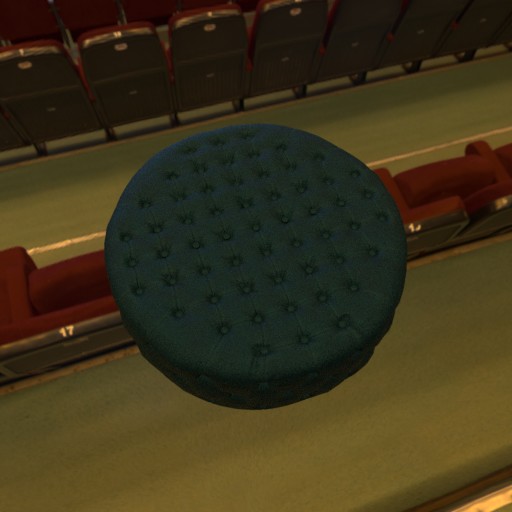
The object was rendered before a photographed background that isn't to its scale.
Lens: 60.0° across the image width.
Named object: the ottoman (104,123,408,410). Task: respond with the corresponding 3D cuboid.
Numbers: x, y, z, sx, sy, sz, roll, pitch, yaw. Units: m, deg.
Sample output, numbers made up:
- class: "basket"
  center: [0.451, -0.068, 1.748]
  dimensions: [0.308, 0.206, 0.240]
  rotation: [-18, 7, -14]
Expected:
- class: "ottoman"
  center: [0.000, 0.000, 1.558]
  dimensions: [0.998, 0.398, 0.998]
  rotation: [0, 58, 0]
